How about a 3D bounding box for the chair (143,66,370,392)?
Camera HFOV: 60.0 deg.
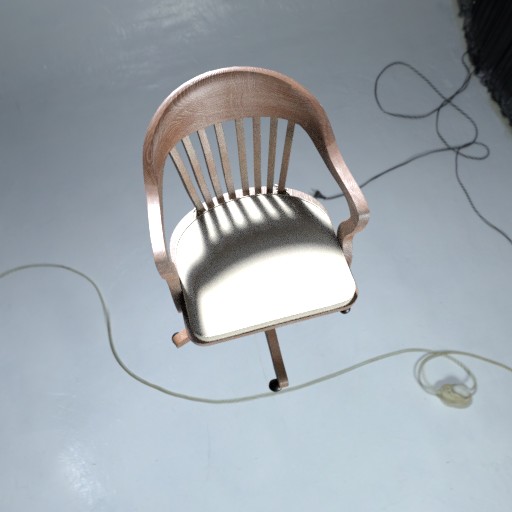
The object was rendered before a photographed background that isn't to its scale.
[{"bbox_3d":[0.000,0.000,1.488,0.750,0.878,0.788,-14,66,-6],"label":"chair"}]
